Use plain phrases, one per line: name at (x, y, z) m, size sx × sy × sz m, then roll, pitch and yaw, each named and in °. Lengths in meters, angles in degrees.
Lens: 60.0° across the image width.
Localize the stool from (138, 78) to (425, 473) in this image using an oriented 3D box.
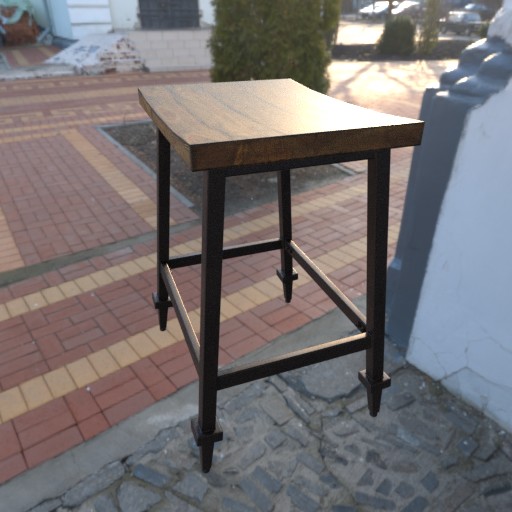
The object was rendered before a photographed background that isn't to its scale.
stool at (0.000, 0.000, 0.933) m, size 0.405 × 0.625 × 0.486 m, roll -10°, pitch 31°, yaw -18°
